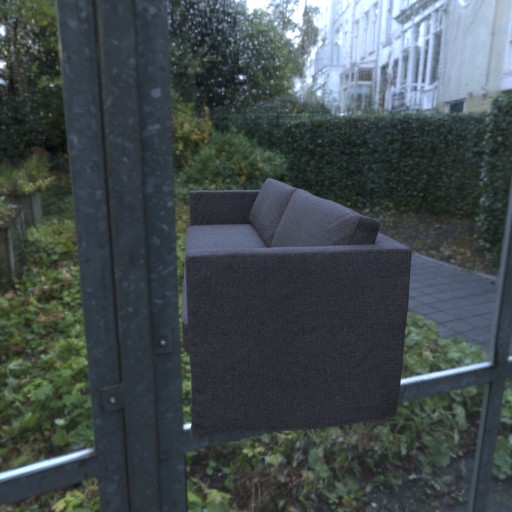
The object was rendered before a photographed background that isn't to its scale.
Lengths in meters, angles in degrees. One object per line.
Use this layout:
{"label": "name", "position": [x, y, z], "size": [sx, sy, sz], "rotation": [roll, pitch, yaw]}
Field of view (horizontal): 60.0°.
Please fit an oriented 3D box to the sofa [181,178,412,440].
{"label": "sofa", "position": [0.000, 0.000, 3.268], "size": [1.036, 0.998, 2.779], "rotation": [-2, 14, -8]}
